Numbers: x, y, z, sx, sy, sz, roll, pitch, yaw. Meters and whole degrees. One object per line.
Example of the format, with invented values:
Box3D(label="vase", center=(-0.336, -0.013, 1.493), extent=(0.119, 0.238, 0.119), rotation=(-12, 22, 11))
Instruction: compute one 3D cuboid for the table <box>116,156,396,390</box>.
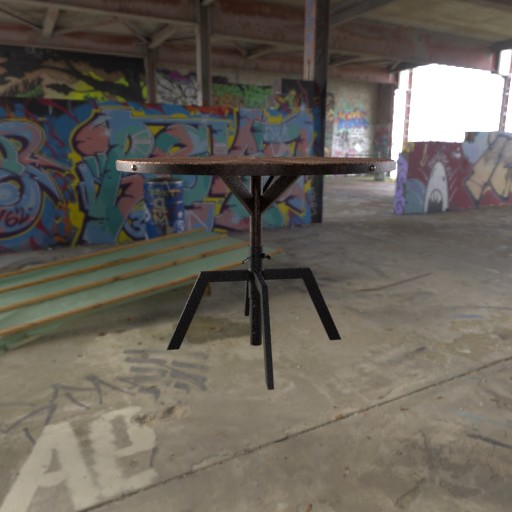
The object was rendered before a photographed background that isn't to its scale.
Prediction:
Box3D(label="table", center=(0.000, 0.000, 1.539), extent=(0.885, 0.658, 0.885), rotation=(0, 14, 0))
